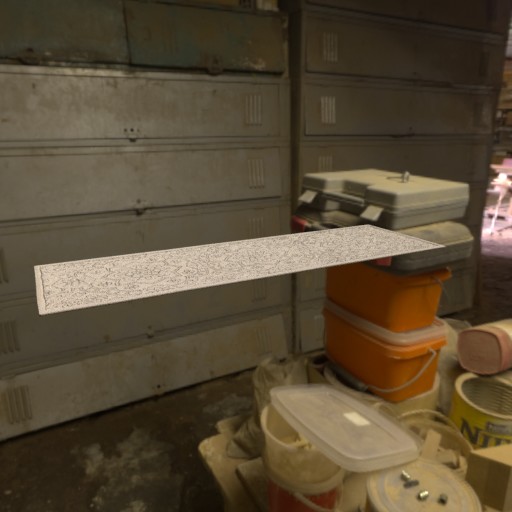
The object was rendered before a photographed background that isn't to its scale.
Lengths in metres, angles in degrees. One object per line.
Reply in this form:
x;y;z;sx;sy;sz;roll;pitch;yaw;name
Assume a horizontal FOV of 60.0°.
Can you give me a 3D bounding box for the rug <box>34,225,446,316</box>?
0.000;0.000;2.725;2.448;0.012;0.769;-8;18;-26;rug
